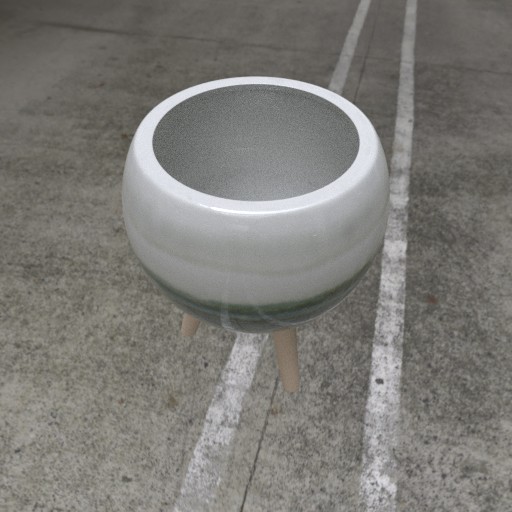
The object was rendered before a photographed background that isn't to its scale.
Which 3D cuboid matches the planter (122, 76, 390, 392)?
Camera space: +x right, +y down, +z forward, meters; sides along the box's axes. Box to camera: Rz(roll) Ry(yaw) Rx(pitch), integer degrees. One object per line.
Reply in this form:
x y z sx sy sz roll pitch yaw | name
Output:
0.000 0.000 0.436 0.222 0.278 0.222 0 48 0 | planter
